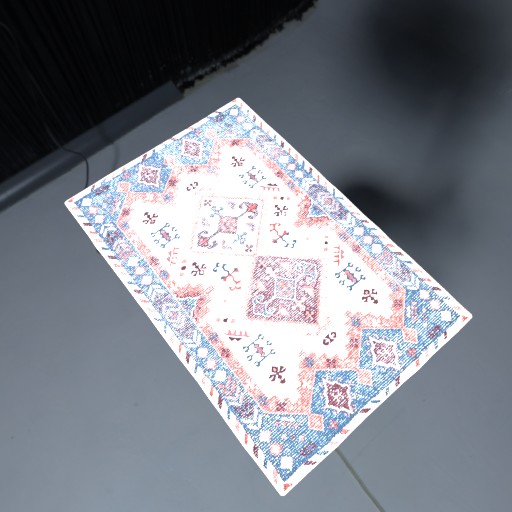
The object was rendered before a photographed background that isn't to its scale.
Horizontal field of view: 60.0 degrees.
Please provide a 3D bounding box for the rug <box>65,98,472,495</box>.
[{"bbox_3d":[0.000,0.000,2.285,1.225,0.015,1.840,-36,70,-16],"label":"rug"}]
